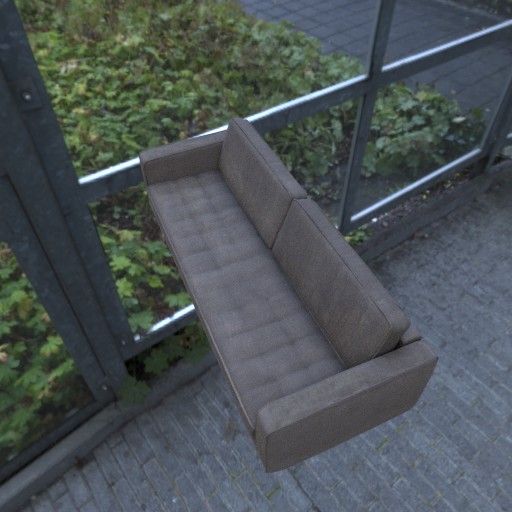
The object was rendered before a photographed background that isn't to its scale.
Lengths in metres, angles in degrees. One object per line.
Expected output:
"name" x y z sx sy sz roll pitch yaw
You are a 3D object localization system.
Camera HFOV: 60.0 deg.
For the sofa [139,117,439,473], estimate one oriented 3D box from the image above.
"sofa" 0.000 0.000 2.774 0.923 0.813 2.295 -18 50 -16
